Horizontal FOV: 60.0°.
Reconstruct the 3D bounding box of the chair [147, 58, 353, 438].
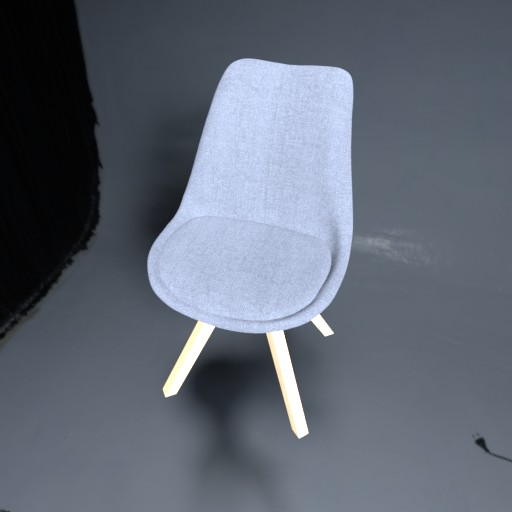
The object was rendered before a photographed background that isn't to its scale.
[{"bbox_3d":[0.000,0.000,1.186,0.485,0.850,0.550,12,41,14],"label":"chair"}]
